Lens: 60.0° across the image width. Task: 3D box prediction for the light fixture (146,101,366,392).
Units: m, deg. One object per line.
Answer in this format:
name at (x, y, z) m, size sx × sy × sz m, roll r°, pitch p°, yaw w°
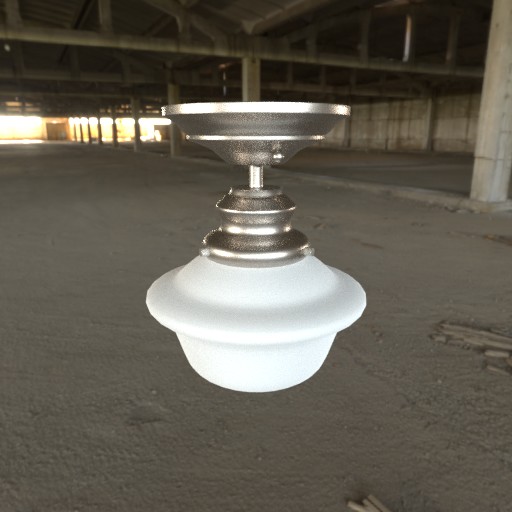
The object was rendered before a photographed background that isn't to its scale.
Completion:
light fixture at (0.000, 0.000, 0.398) m, size 0.199 × 0.254 × 0.199 m, roll 0°, pitch 16°, yaw 0°
